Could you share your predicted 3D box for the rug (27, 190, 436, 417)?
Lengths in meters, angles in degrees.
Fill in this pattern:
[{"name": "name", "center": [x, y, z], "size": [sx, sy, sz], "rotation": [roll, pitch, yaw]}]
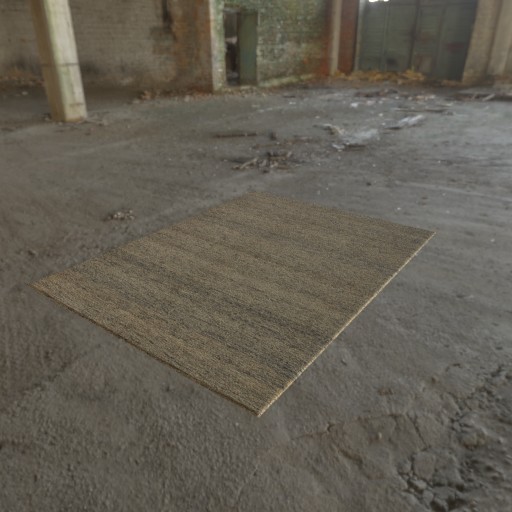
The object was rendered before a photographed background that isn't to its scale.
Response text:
[{"name": "rug", "center": [0.000, 0.000, 4.227], "size": [2.414, 0.036, 3.199], "rotation": [18, 32, 32]}]
